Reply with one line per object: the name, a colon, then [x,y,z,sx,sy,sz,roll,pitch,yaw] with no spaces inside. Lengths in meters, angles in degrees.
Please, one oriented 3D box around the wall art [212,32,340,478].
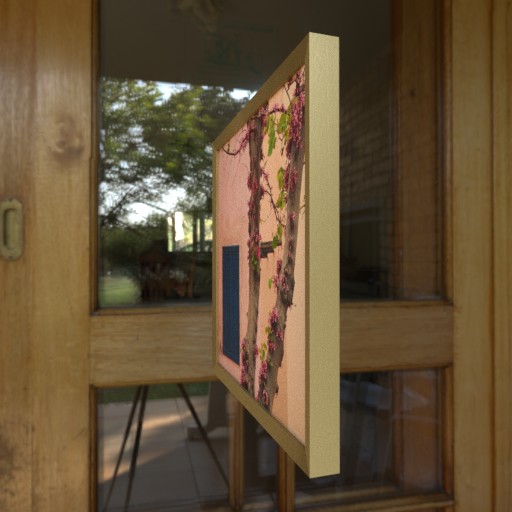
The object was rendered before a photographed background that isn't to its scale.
wall art: [0.000,0.000,0.751,0.038,0.508,0.507,0,0,-18]
